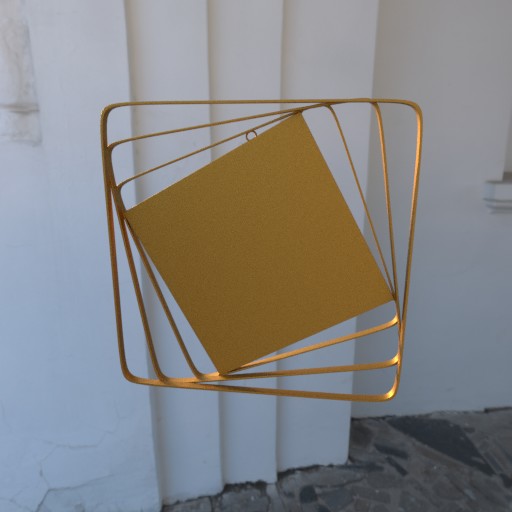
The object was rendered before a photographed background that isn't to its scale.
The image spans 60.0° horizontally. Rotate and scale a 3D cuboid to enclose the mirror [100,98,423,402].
[{"bbox_3d":[0.000,0.000,0.702,0.470,0.468,0.045,2,15,7],"label":"mirror"}]
